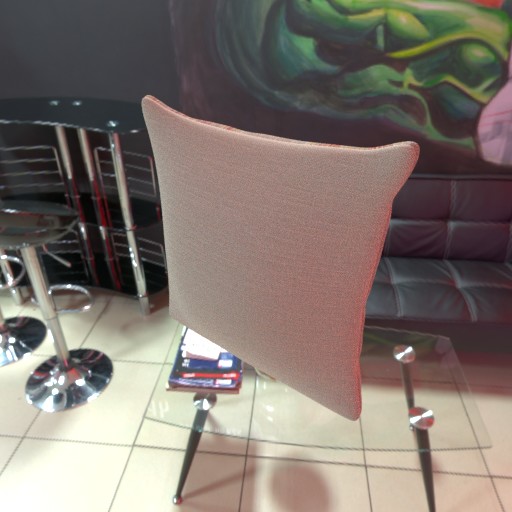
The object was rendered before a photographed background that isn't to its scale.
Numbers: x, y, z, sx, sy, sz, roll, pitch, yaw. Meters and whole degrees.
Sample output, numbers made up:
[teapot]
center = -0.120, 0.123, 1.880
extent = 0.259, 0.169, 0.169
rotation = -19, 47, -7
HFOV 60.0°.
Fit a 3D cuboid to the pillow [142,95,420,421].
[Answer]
[pillow]
center = 0.000, 0.000, 0.708
extent = 0.451, 0.449, 0.191
rotation = 22, 37, 32
